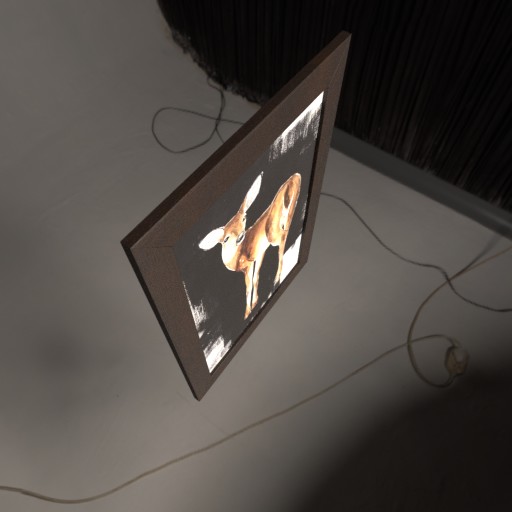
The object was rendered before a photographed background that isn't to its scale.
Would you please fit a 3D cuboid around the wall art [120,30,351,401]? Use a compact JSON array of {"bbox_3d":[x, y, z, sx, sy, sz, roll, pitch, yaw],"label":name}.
[{"bbox_3d":[0.000,0.000,0.649,0.013,0.508,0.359,32,64,18],"label":"wall art"}]
